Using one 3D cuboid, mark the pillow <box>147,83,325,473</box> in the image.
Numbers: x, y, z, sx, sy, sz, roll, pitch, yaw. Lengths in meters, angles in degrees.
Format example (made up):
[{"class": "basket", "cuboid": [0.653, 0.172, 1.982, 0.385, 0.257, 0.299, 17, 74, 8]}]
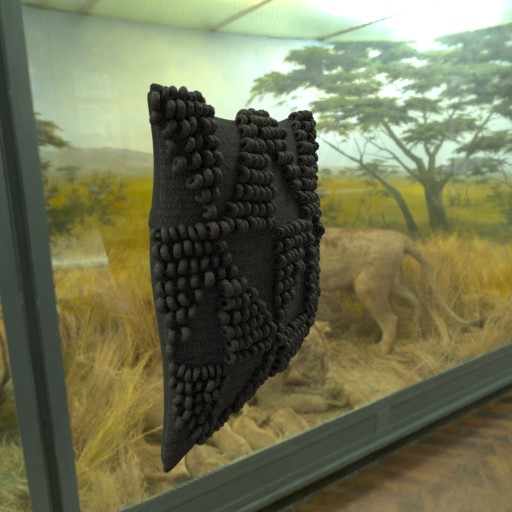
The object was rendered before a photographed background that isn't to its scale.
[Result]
[{"class": "pillow", "cuboid": [0.000, 0.000, 0.702, 0.172, 0.467, 0.470, 7, 16, 26]}]
